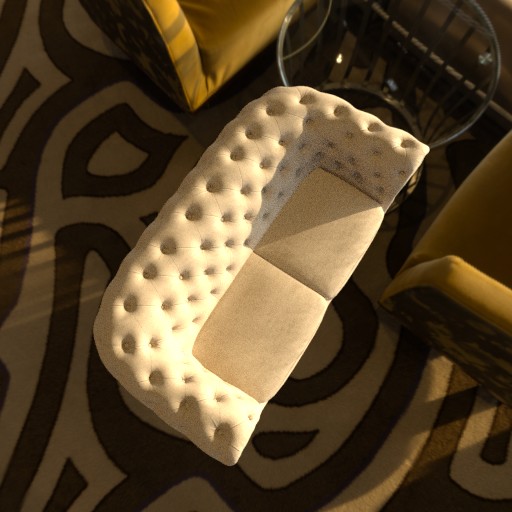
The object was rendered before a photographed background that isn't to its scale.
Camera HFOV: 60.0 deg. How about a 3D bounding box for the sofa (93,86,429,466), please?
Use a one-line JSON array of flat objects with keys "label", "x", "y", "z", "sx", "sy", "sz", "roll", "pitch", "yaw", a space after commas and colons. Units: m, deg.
[{"label": "sofa", "x": 0.000, "y": 0.000, "z": 2.628, "sx": 1.069, "sy": 0.835, "sz": 1.988, "roll": 33, "pitch": 77, "yaw": 8}]
